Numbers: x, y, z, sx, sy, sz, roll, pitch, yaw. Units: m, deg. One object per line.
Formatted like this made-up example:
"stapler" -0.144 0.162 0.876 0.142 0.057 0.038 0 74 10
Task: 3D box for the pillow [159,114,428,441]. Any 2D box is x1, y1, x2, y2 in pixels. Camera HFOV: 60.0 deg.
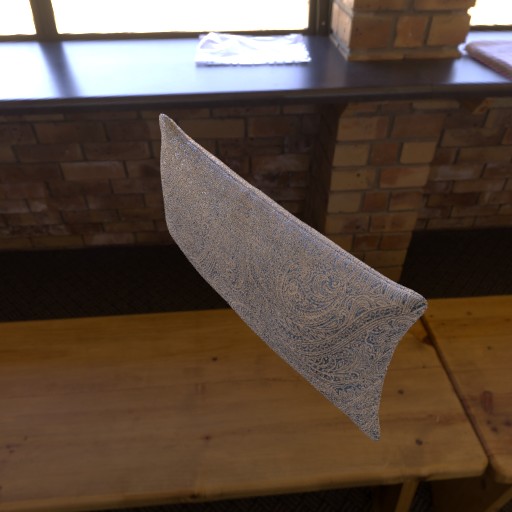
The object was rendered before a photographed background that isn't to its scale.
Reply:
"pillow" 0.000 0.000 0.749 0.151 0.295 0.615 -25 46 -27
